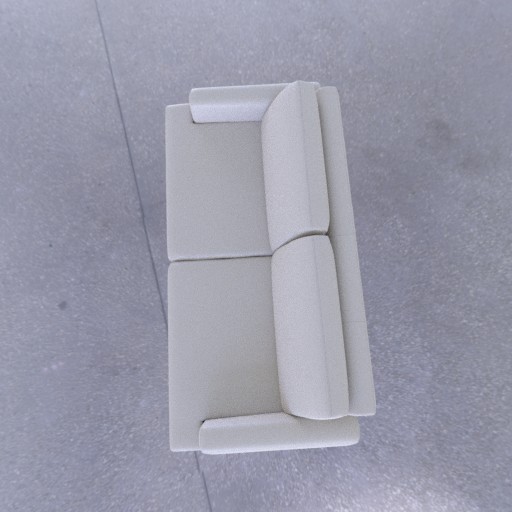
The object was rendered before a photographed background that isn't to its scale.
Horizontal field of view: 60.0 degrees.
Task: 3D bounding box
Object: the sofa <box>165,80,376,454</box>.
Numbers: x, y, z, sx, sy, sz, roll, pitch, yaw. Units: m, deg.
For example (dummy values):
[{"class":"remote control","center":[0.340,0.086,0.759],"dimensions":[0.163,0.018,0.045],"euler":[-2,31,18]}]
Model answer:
[{"class":"sofa","center":[0.000,0.000,2.399],"dimensions":[0.974,0.765,1.940],"euler":[-3,76,-1]}]
